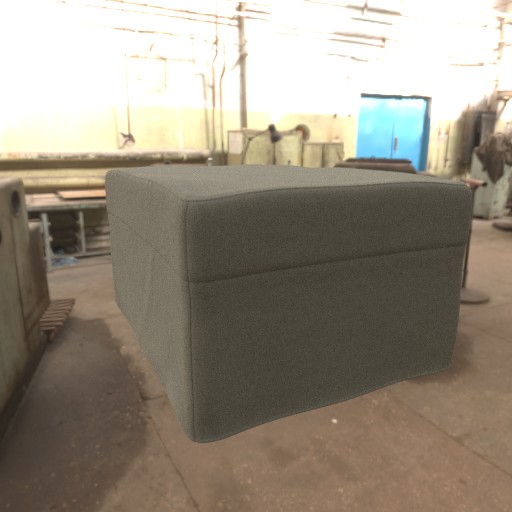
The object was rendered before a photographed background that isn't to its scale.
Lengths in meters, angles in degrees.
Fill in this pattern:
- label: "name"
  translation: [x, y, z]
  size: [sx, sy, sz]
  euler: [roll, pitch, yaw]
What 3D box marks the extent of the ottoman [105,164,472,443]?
- label: "ottoman"
  translation: [0.000, 0.000, 1.199]
  size: [0.648, 0.461, 0.833]
  euler: [-7, 16, -25]
